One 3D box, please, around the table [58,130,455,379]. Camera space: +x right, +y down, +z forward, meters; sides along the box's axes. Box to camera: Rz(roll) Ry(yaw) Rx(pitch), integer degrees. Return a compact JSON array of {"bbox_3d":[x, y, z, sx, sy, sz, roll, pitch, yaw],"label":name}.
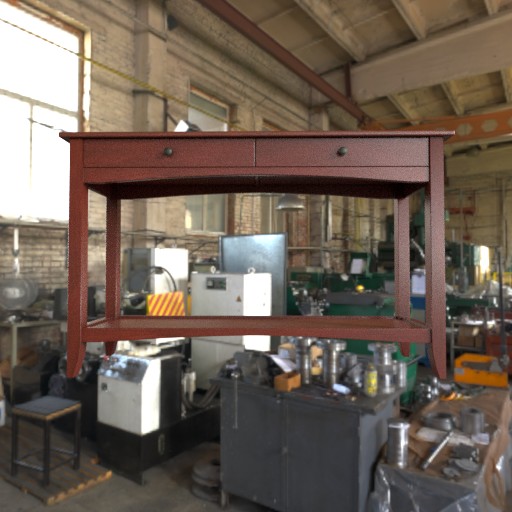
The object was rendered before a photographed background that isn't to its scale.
[{"bbox_3d":[0.000,0.000,1.510,1.188,0.739,0.392,0,-2,1],"label":"table"}]
